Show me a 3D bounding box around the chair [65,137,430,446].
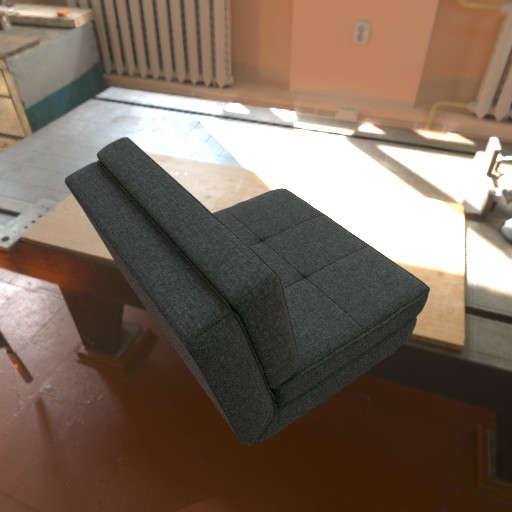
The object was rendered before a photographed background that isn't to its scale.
[{"bbox_3d":[0.000,0.000,1.321,0.800,0.615,0.740,-25,46,-26],"label":"chair"}]
